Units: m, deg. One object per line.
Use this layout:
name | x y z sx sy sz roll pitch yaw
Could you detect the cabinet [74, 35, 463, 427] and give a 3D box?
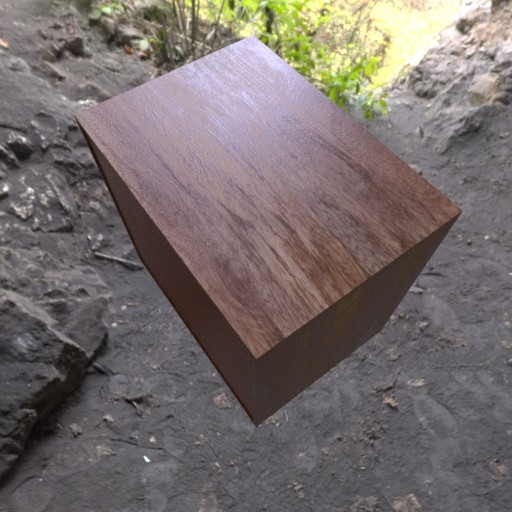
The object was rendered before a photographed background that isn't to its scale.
cabinet | 0.000 0.000 1.194 0.473 0.758 0.647 -32 65 -17
